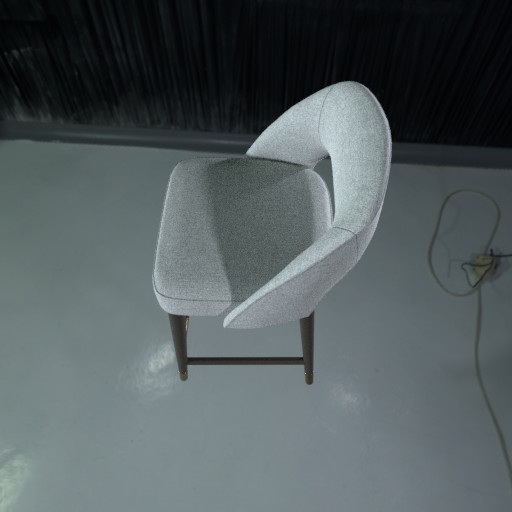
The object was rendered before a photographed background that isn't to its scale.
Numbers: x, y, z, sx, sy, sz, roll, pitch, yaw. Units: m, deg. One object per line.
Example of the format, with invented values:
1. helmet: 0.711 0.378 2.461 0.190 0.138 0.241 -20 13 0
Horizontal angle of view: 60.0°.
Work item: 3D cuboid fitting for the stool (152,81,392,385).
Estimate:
1. stool: 0.000 0.000 1.236 0.509 0.940 0.494 2 59 1
